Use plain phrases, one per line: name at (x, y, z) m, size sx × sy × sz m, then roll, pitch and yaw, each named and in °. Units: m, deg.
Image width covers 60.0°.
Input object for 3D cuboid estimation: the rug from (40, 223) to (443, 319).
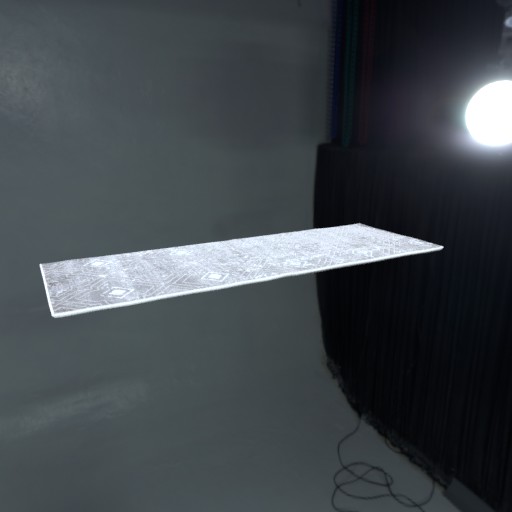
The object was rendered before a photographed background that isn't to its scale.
rug at (0.000, 0.000, 2.742) m, size 2.381 × 0.035 × 0.832 m, roll -8°, pitch 18°, yaw -27°
